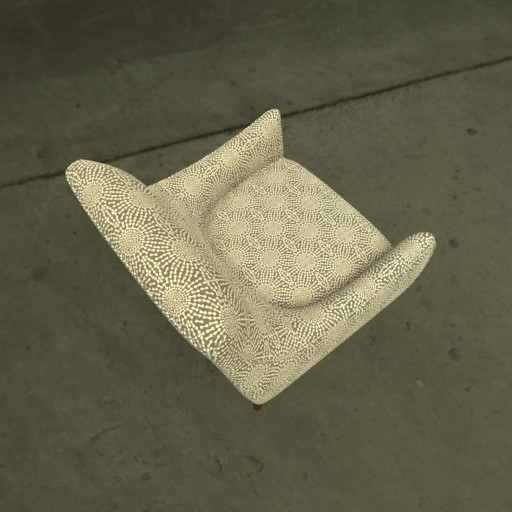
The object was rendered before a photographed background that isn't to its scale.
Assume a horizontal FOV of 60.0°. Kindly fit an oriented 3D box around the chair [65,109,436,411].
[{"bbox_3d":[0.000,0.000,1.440,0.787,0.838,0.762,-34,63,-20],"label":"chair"}]
